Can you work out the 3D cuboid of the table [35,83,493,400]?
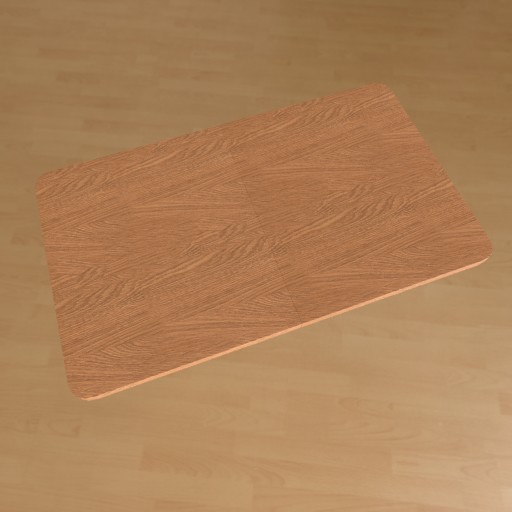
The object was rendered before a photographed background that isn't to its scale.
[{"bbox_3d":[0.000,0.000,2.082,1.600,0.770,0.950,-18,66,-8],"label":"table"}]
